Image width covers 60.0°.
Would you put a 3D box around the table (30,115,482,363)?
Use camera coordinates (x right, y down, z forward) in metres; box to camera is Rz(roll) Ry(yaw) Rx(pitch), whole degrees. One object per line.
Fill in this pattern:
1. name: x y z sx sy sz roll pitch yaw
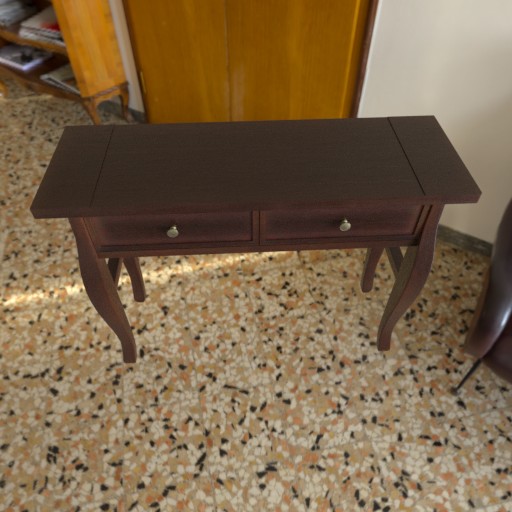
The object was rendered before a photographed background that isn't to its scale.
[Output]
1. table: 0.000 0.000 1.440 1.062 0.768 0.373 -2 48 -2
